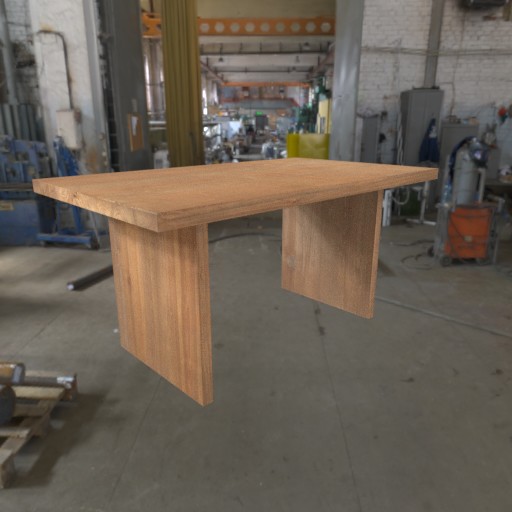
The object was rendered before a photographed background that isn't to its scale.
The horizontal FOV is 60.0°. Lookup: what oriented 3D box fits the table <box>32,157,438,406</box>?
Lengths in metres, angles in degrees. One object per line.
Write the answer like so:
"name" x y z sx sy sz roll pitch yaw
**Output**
"table" 0.000 0.000 2.116 1.609 0.780 0.946 -16 23 -41
